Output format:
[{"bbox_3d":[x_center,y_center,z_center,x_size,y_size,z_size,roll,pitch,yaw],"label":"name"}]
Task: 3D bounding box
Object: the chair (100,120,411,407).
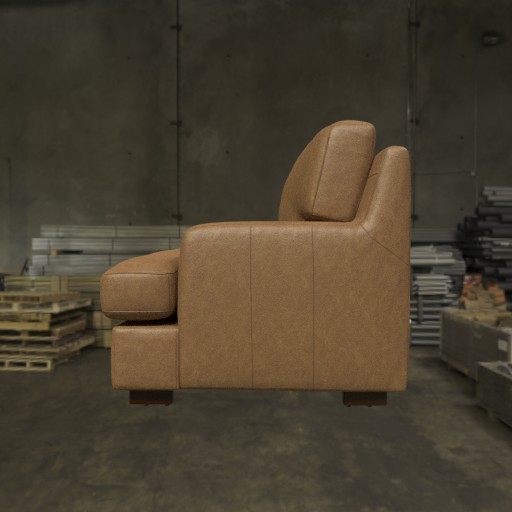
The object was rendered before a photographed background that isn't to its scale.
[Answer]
[{"bbox_3d":[0.000,0.000,2.015,1.050,0.978,1.276,0,1,1],"label":"chair"}]
